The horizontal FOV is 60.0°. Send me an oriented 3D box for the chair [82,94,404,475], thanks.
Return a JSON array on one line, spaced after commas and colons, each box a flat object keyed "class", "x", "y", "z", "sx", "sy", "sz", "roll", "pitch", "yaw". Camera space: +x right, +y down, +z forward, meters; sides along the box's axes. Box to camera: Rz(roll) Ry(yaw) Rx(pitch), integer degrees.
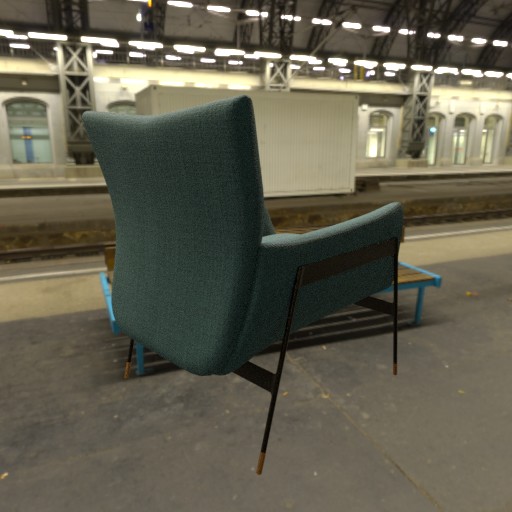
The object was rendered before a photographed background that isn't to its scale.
[{"class": "chair", "x": 0.000, "y": 0.000, "z": 1.382, "sx": 0.769, "sy": 0.859, "sz": 0.678, "roll": -14, "pitch": 20, "yaw": -43}]
